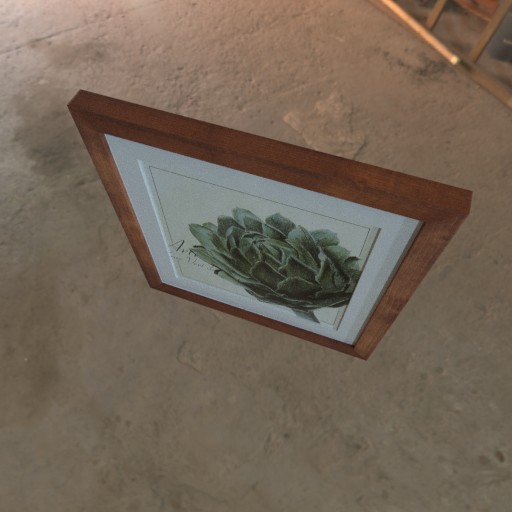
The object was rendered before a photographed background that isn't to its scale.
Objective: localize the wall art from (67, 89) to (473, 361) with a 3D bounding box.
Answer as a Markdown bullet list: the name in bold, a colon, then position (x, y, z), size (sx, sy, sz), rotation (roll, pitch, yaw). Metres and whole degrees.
- **wall art**: position (0.000, 0.000, 0.830), size (0.554, 0.572, 0.037), rotation (17, 61, 10)
